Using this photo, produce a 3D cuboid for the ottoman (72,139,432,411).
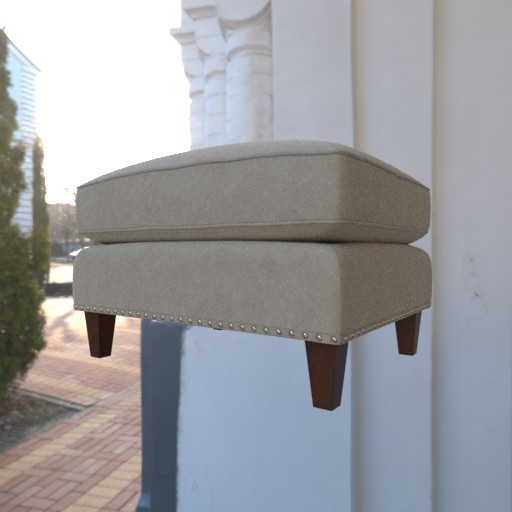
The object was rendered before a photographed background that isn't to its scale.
[{"bbox_3d":[0.000,0.000,1.143,0.741,0.513,0.584,1,1,35],"label":"ottoman"}]
